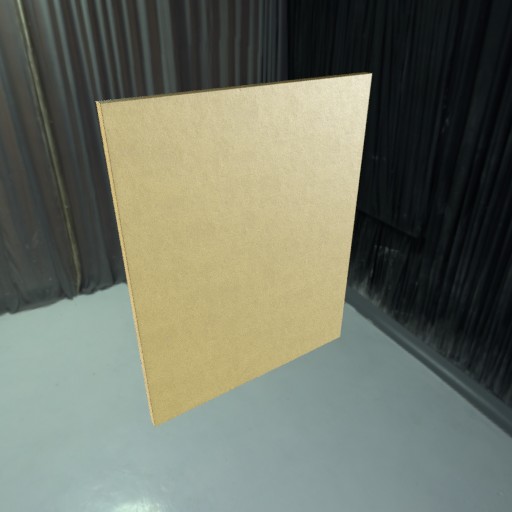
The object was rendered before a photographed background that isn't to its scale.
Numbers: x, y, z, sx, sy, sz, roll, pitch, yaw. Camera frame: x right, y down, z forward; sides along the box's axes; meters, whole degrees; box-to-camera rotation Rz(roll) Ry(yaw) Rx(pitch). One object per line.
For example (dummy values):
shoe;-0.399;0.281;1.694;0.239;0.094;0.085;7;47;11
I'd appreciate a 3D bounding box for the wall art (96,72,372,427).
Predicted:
wall art;0.000;0.000;1.376;0.798;1.002;0.030;-18;35;-28
